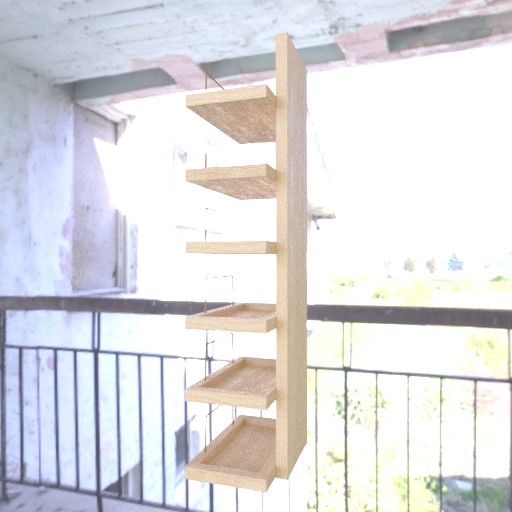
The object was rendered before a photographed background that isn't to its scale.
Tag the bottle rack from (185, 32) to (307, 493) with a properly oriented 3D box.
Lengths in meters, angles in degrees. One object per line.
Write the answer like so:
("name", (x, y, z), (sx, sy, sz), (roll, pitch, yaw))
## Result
("bottle rack", (0.000, 0.000, 1.059), (0.206, 0.943, 0.330), (0, 0, 18))
